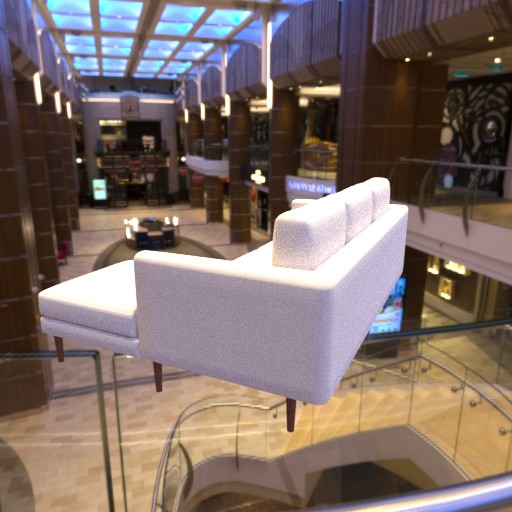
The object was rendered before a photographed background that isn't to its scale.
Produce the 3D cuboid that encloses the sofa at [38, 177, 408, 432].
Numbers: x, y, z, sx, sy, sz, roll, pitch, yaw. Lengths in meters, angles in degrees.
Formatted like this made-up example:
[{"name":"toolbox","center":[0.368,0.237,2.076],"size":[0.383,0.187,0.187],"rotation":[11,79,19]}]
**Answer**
[{"name":"sofa","center":[0.000,0.000,2.838],"size":[1.580,0.899,2.029],"rotation":[7,17,25]}]
